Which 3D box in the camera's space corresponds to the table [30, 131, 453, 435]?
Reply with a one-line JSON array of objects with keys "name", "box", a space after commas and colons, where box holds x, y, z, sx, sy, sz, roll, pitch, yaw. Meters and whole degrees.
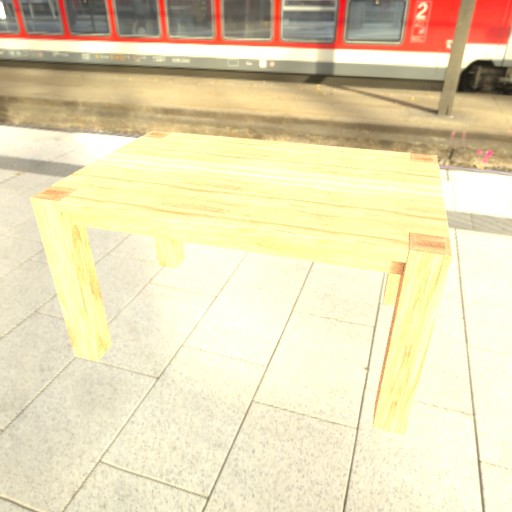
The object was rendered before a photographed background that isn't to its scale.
[{"name": "table", "box": [0.000, 0.000, 1.955, 1.400, 0.760, 0.900, 9, 32, 14]}]
